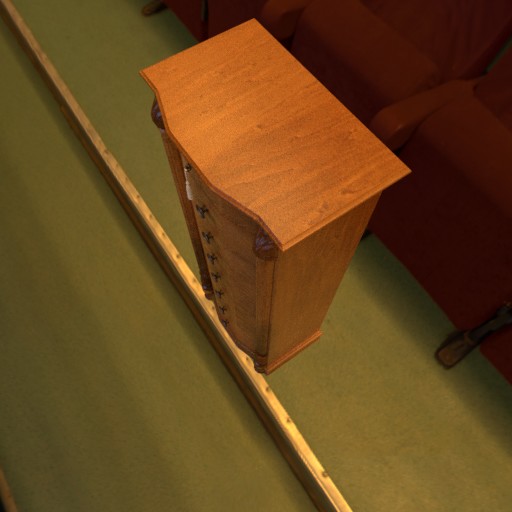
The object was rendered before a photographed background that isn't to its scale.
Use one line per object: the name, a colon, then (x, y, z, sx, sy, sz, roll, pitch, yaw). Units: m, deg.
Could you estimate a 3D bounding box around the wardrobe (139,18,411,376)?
wardrobe: (0.000, 0.000, 1.115, 0.273, 0.959, 0.406, -32, 68, -14)
